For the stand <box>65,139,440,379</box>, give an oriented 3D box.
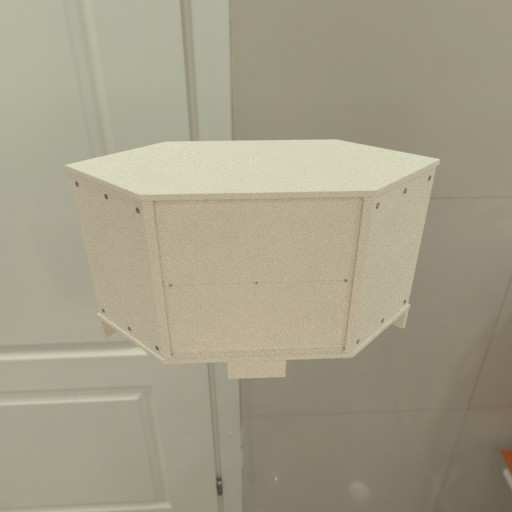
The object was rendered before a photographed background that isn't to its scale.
[{"bbox_3d":[0.000,0.000,1.411,1.072,0.614,0.477,-1,29,-2],"label":"stand"}]
